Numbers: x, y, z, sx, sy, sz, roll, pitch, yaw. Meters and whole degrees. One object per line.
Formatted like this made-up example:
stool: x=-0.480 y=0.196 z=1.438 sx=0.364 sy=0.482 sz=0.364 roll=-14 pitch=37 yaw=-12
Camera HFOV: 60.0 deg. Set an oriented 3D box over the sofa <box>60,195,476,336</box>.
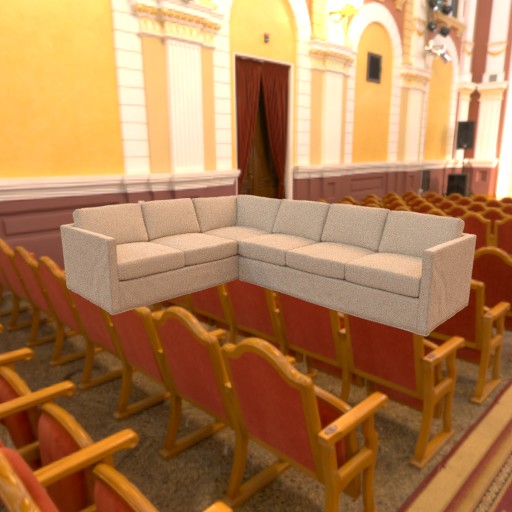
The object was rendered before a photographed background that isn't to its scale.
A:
sofa: x=0.000 y=0.000 z=4.261 sx=3.182 sy=0.871 sz=2.432 roll=13 pitch=19 yaw=43
